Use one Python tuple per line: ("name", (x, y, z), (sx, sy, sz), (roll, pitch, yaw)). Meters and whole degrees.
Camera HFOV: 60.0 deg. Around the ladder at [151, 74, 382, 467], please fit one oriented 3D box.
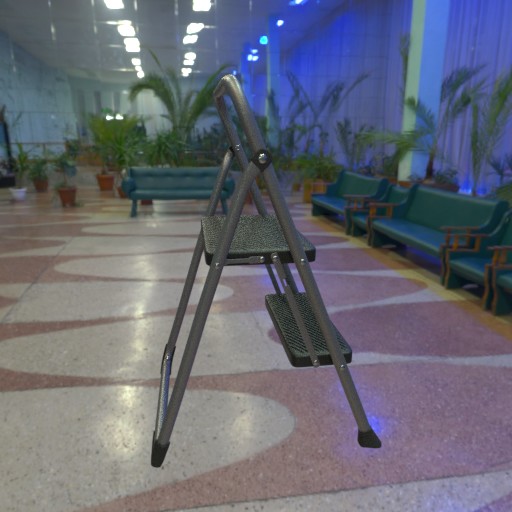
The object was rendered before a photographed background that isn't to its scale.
("ladder", (0.000, 0.000, 0.985), (0.472, 0.720, 0.430), (-2, 16, -8))
